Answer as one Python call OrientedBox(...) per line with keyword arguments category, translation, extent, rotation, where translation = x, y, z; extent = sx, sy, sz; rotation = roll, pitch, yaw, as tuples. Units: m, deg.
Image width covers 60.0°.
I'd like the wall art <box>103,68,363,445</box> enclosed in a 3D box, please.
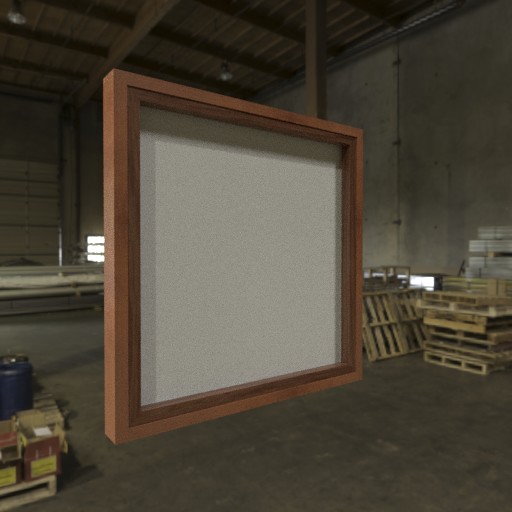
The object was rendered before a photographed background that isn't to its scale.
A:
OrientedBox(category="wall art", translation=(0.000, 0.000, 0.608), extent=(0.403, 0.403, 0.035), rotation=(-1, 1, -37))
